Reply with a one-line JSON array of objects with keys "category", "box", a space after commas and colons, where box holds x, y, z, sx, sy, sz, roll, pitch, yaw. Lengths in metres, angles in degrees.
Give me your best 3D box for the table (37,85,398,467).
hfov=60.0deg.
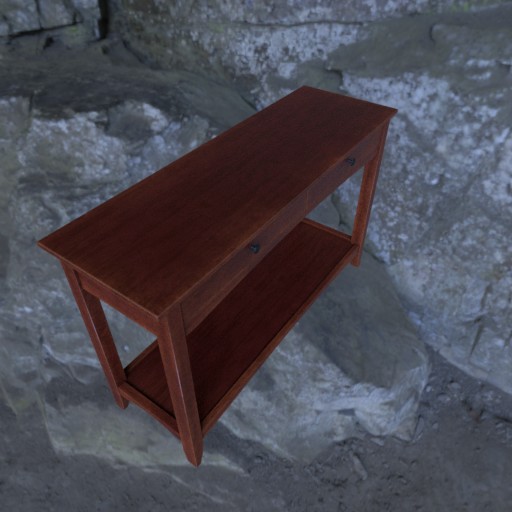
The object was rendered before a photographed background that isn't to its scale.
[{"category": "table", "box": [0.000, 0.000, 1.538, 0.392, 0.739, 1.188, 25, 47, 26]}]
